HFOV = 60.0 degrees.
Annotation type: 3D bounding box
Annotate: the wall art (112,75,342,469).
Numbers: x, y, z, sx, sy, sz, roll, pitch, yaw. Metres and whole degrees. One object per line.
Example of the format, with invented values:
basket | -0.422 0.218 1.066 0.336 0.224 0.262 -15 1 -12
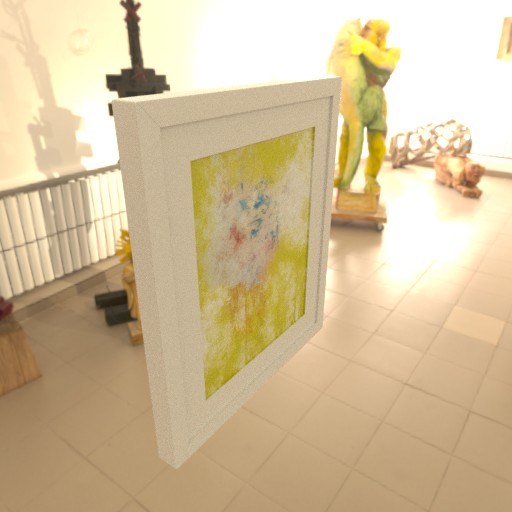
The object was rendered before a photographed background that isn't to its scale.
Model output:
wall art | 0.000 0.000 0.527 0.028 0.381 0.331 18 31 32
